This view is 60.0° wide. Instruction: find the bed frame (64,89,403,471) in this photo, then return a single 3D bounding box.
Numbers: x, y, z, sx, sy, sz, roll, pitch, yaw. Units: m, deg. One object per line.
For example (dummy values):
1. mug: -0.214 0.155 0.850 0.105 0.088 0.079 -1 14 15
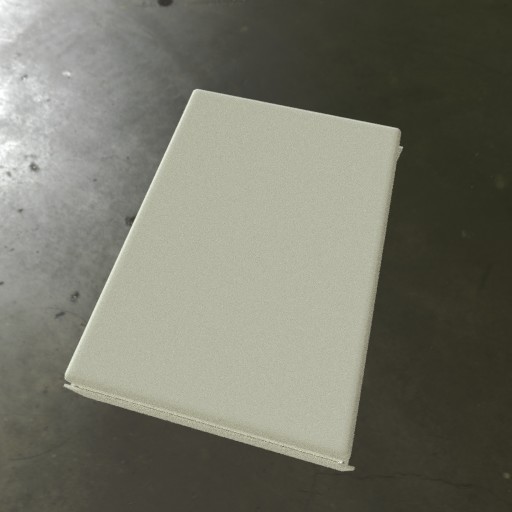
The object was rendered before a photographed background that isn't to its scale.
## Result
1. bed frame: 0.000 0.000 2.585 1.445 0.497 1.945 13 64 7
